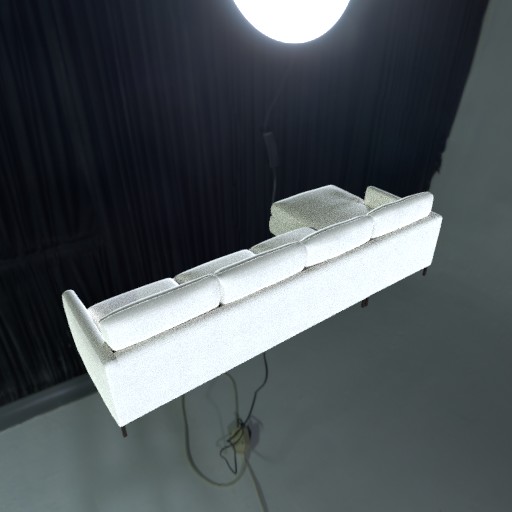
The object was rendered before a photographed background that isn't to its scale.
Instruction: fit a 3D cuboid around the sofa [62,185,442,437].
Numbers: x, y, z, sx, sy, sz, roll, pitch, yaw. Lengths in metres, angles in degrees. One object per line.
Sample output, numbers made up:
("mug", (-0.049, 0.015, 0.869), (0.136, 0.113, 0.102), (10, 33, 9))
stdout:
("sofa", (0.000, 0.000, 3.833), (3.186, 0.875, 1.467), (-21, 38, -30))
